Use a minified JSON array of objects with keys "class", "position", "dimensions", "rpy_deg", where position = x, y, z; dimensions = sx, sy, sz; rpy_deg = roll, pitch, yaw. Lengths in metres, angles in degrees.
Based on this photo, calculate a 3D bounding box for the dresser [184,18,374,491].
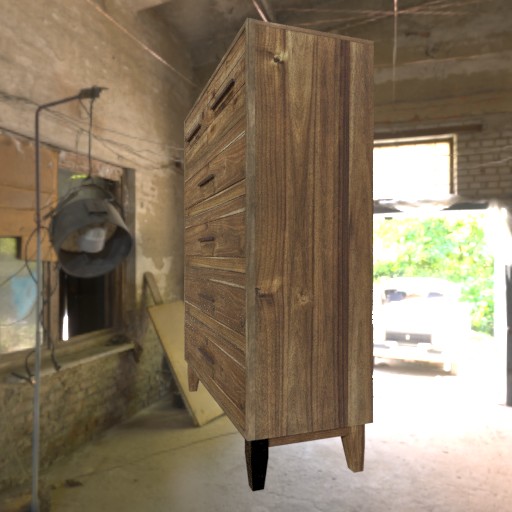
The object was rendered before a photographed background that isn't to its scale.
[{"class":"dresser","position":[0.000,0.000,1.864],"dimensions":[0.442,1.393,1.062],"rpy_deg":[0,0,-19]}]
